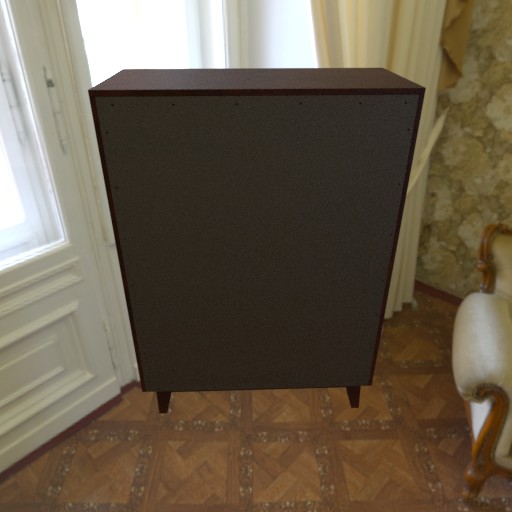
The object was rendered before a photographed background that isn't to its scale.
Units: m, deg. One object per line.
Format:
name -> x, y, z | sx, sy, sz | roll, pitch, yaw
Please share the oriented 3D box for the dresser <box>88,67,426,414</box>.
dresser -> 0.000, 0.000, 2.001 | 1.072, 1.514, 0.506 | -1, 30, -2
